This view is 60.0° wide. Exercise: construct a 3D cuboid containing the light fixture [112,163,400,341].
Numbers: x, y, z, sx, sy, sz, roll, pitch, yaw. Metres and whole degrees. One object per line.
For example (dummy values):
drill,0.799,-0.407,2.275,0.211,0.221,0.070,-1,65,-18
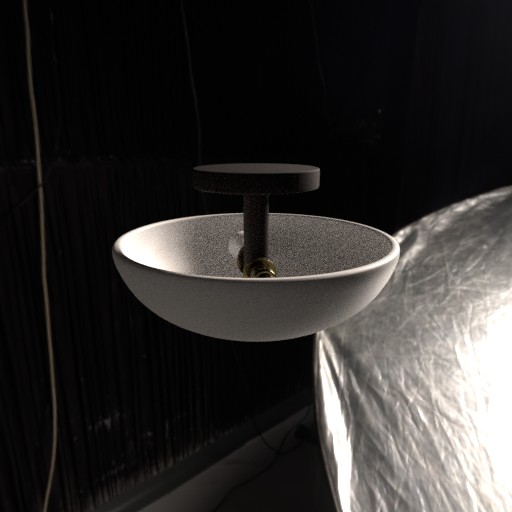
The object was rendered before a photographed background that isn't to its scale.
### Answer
light fixture,0.000,0.000,0.539,0.331,0.212,0.331,0,15,0
